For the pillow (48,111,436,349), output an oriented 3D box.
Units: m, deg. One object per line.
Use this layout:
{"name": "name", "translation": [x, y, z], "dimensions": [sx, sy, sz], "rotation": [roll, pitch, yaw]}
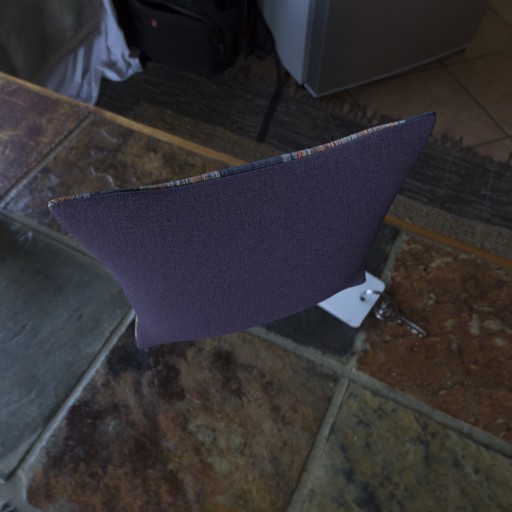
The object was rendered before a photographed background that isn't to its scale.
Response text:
{"name": "pillow", "translation": [0.000, 0.000, 0.642], "dimensions": [0.437, 0.419, 0.136], "rotation": [-15, 60, -9]}
